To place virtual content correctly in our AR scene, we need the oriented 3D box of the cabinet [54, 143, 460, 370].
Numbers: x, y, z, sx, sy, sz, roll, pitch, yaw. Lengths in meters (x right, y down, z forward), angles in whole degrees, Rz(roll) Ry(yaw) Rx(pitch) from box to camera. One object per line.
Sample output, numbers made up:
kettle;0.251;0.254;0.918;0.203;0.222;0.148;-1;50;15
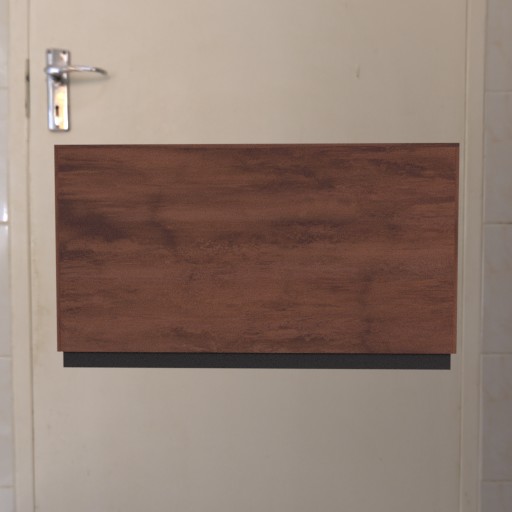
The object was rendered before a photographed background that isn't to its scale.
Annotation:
cabinet;0.000;0.000;1.973;1.600;0.900;0.420;0;2;1
